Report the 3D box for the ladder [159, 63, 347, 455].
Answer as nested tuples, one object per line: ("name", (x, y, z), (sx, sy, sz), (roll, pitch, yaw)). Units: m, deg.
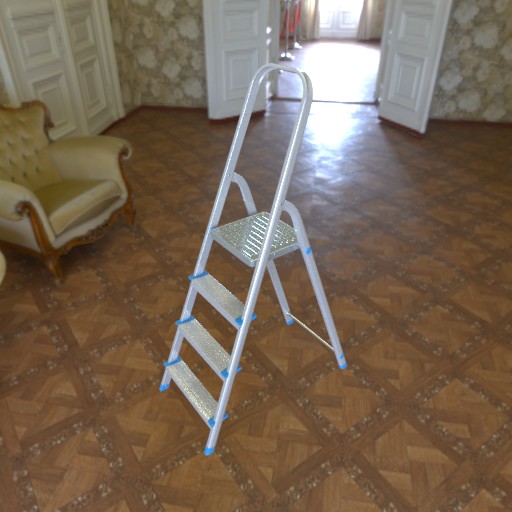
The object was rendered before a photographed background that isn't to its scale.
("ladder", (0.000, 0.000, 1.821), (0.842, 1.434, 0.445), (-22, 39, -30))
